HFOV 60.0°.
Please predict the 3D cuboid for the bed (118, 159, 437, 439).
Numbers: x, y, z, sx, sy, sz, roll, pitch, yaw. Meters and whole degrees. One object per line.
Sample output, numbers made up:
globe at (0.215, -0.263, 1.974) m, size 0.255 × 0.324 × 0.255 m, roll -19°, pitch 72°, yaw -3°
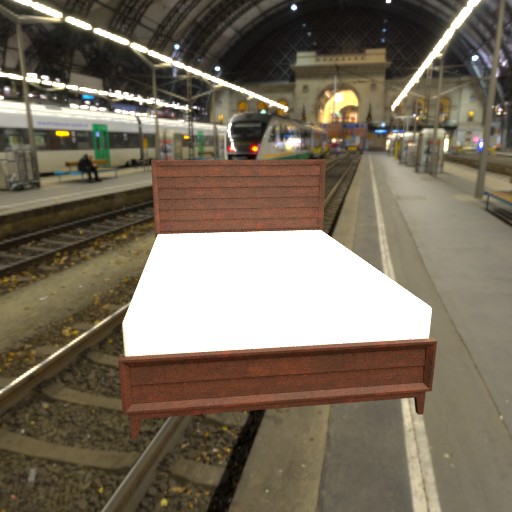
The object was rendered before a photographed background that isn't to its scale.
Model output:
bed at (0.000, 0.000, 3.188) m, size 1.600 × 1.270 × 2.184 m, roll -2°, pitch 14°, yaw -7°
